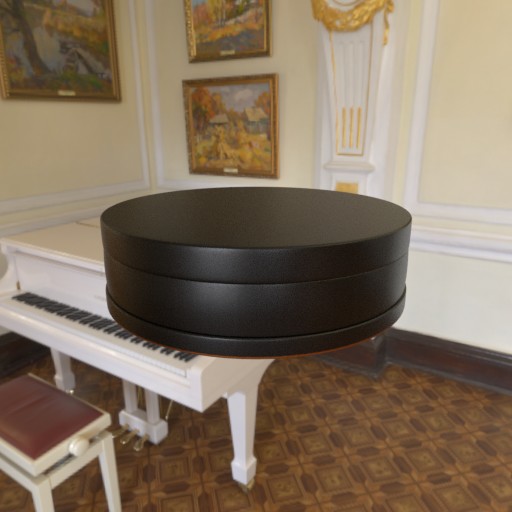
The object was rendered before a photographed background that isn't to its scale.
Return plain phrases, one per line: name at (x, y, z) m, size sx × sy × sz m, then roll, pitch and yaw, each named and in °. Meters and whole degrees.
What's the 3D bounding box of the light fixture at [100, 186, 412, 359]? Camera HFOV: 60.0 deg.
light fixture at (0.000, 0.000, 0.433) m, size 0.283 × 0.097 × 0.283 m, roll 0°, pitch 17°, yaw 0°
